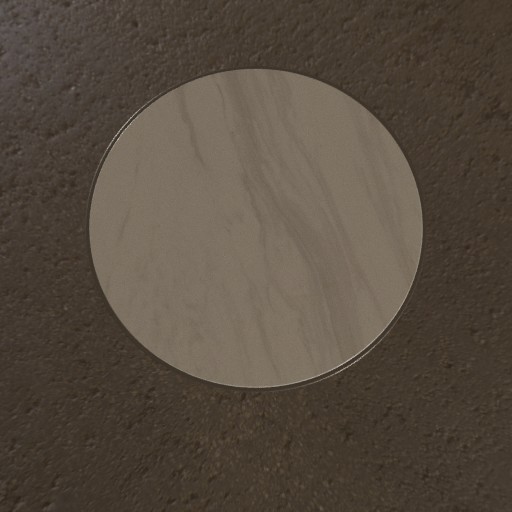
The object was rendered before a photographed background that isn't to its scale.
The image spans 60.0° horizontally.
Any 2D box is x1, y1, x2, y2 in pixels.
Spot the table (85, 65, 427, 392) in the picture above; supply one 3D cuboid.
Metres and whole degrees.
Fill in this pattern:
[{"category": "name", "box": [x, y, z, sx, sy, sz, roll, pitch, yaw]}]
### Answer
[{"category": "table", "box": [0.000, 0.000, 0.811, 0.445, 0.479, 0.445, 0, 77, 0]}]
